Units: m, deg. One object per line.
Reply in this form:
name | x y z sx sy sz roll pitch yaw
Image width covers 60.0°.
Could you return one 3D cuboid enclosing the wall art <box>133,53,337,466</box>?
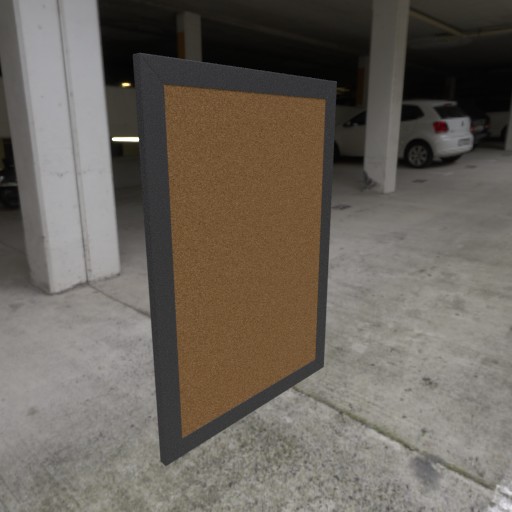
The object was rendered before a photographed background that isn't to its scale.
wall art | 0.000 0.000 0.687 0.013 0.534 0.380 14 21 42
